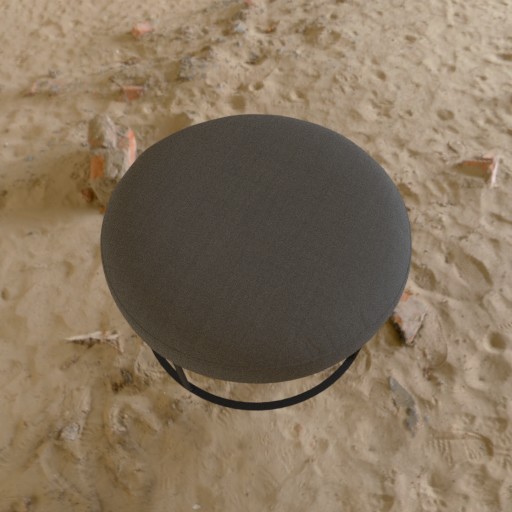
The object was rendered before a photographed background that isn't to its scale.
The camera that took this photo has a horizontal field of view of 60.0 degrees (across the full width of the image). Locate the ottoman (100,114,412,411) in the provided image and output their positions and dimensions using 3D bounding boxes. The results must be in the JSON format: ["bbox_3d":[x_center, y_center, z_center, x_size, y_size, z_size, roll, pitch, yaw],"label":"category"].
[{"bbox_3d":[0.000,0.000,1.234,0.772,0.460,0.772,0,58,0],"label":"ottoman"}]
